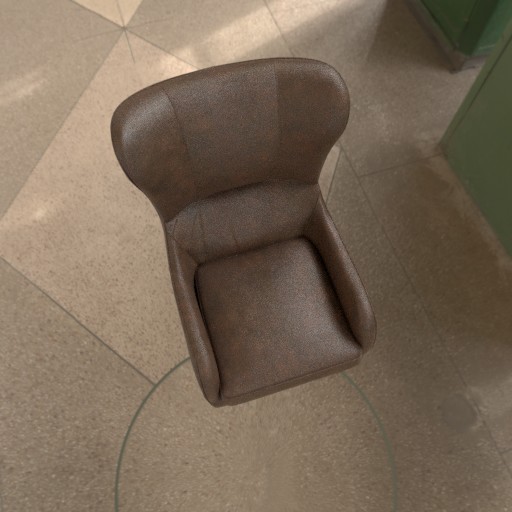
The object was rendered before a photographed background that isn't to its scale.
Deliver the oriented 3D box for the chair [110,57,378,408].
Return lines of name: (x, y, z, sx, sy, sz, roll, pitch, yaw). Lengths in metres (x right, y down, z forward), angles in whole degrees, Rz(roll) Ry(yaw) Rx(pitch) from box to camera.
chair: (0.000, 0.000, 1.601, 0.692, 1.048, 0.914, -16, 65, -8)
